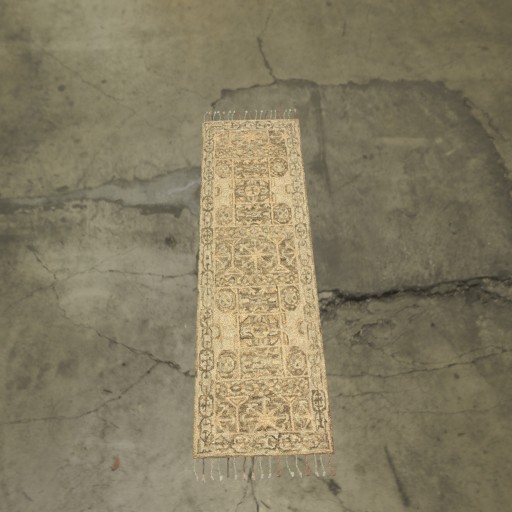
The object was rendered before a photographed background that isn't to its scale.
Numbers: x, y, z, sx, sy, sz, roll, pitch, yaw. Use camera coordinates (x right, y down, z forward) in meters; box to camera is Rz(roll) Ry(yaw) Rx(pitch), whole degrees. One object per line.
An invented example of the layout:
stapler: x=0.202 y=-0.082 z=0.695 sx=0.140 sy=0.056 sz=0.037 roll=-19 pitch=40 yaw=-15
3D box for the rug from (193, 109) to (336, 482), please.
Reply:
rug: x=0.000 y=0.000 z=2.951 sx=0.762 sy=0.011 sz=2.664 roll=-2 pitch=62 yaw=-1
